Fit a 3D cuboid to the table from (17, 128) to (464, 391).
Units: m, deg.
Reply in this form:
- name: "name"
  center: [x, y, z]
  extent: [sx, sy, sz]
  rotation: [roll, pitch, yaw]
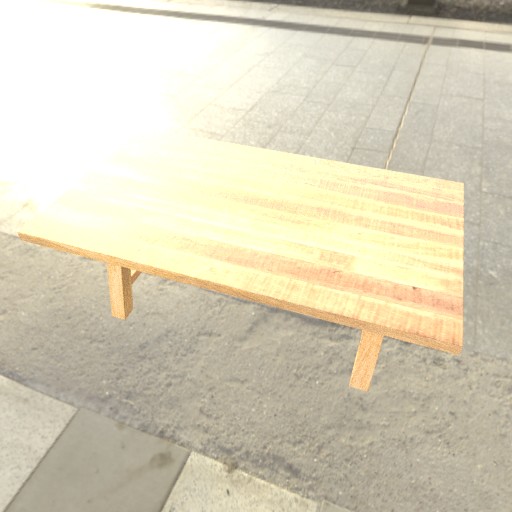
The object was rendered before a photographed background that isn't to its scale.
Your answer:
- name: "table"
  center: [0.000, 0.000, 1.643]
  extent: [1.320, 0.455, 0.760]
  rotation: [13, 44, 14]
